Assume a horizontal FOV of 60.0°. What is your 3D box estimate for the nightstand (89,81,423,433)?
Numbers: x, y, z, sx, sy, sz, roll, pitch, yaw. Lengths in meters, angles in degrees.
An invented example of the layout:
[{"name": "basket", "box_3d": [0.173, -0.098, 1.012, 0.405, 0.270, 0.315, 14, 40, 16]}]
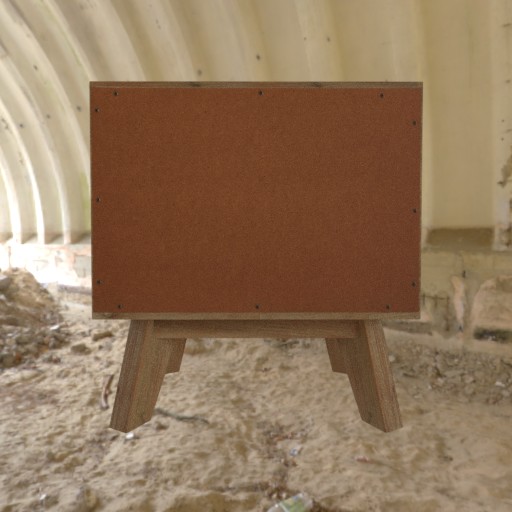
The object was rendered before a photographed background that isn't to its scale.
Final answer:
[{"name": "nightstand", "box_3d": [0.000, 0.000, 0.939, 0.552, 0.589, 0.396, 0, 2, 0]}]
